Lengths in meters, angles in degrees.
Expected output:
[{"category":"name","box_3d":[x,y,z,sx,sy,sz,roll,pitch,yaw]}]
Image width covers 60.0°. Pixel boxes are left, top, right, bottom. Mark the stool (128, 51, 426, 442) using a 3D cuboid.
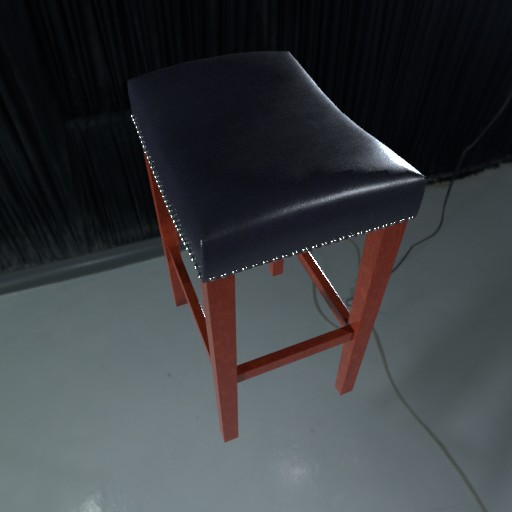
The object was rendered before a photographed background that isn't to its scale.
[{"category":"stool","box_3d":[0.000,0.000,1.024,0.372,0.742,0.504,-17,49,-15]}]
